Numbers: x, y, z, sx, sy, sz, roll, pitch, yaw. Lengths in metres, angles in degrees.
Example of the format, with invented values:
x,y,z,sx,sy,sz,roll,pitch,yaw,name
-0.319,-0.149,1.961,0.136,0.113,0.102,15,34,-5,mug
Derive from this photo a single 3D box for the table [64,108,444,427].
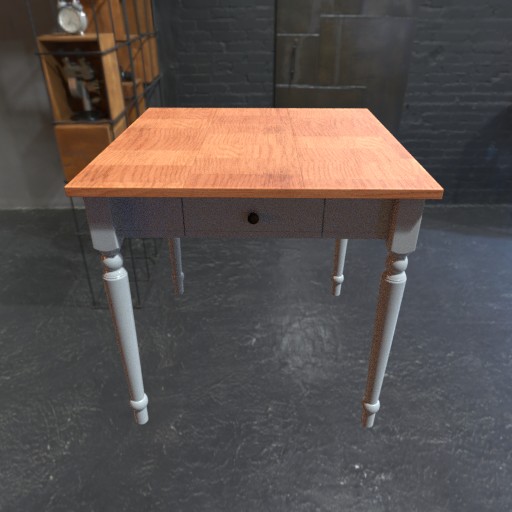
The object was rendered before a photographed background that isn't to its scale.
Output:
x,y,z,sx,sy,sz,roll,pitch,yaw,name
0.000,0.000,1.378,0.747,0.738,0.747,0,30,1,table
